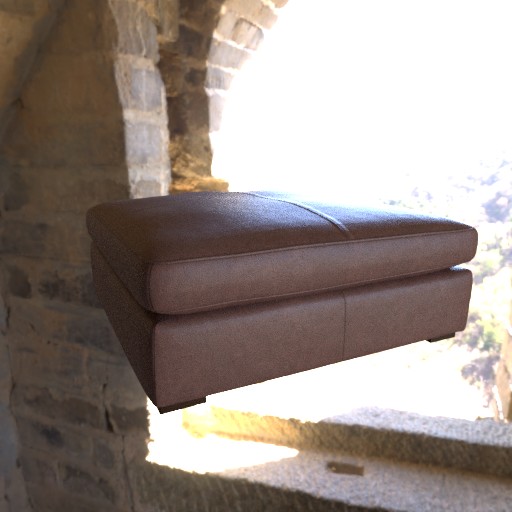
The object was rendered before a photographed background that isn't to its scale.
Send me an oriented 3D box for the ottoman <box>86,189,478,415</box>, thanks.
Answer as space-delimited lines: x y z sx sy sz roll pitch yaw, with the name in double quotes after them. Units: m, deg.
0.000 0.000 1.771 1.168 0.490 1.168 -7 15 -26 "ottoman"
